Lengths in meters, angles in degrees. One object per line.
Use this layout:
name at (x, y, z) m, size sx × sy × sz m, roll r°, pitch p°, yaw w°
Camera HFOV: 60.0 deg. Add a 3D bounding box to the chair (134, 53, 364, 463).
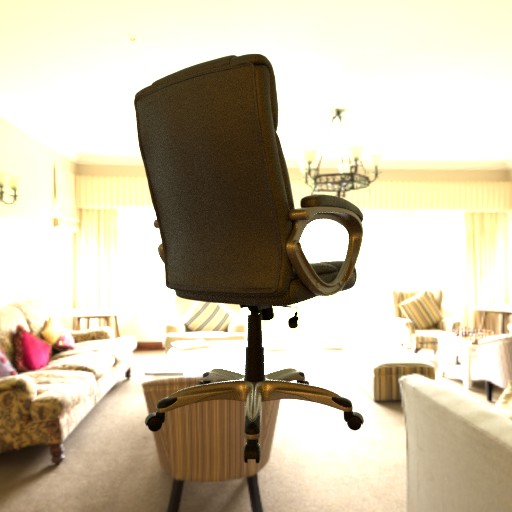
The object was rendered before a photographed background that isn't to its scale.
chair at (0.000, 0.000, 1.571) m, size 0.721 × 1.130 × 0.719 m, roll 0°, pitch 0°, yaw 37°
